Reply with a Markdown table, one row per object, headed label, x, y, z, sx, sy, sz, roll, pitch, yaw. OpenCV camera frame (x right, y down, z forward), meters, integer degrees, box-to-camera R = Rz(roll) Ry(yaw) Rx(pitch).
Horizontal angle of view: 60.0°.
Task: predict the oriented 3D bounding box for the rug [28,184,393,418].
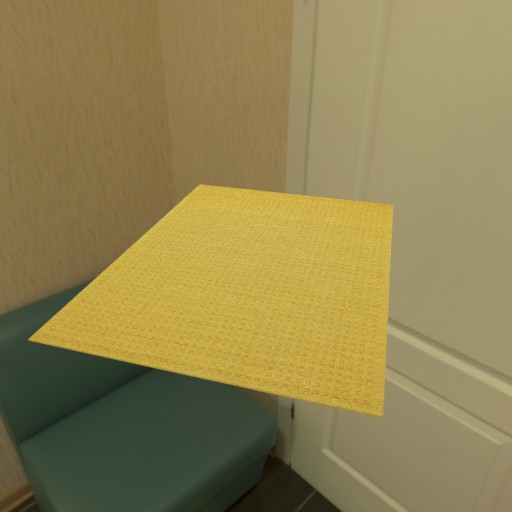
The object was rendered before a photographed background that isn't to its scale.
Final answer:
| label | x | y | z | sx | sy | sz | roll | pitch | yaw |
| --- | --- | --- | --- | --- | --- | --- | --- | --- | --- |
| rug | 0.000 | 0.000 | 4.252 | 2.486 | 0.015 | 3.242 | 8 | 31 | 14 |
